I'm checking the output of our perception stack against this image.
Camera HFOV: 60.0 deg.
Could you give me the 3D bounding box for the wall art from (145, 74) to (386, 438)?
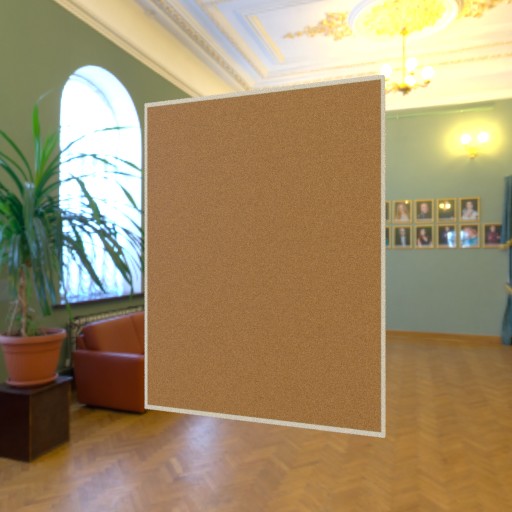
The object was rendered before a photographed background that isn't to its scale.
[{"bbox_3d":[0.000,0.000,1.418,0.795,1.050,0.039,0,0,18],"label":"wall art"}]
